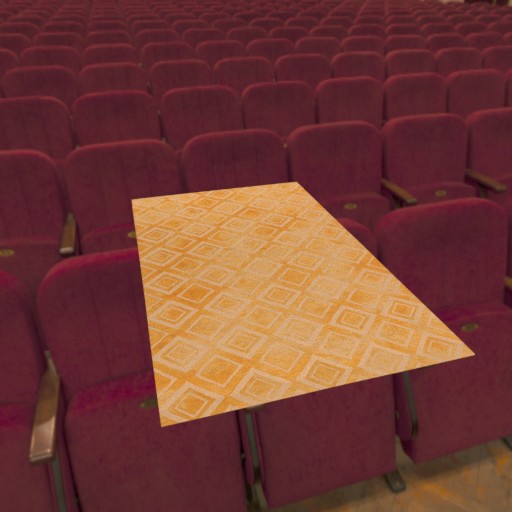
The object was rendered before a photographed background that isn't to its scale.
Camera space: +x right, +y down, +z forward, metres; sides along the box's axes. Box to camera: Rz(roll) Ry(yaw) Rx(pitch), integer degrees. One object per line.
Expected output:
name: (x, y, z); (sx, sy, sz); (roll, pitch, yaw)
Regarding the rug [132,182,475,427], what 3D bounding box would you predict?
rug: (0.000, 0.000, 2.977); (1.511, 0.010, 2.424); (-8, 31, -14)
